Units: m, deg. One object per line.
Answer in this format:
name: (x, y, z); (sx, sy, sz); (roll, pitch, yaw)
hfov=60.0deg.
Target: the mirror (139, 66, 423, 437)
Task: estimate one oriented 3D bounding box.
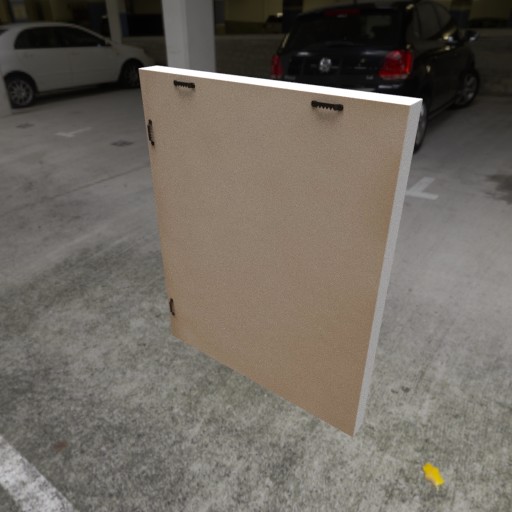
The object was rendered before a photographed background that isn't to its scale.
mirror: (0.000, 0.000, 0.684); (0.405, 0.508, 0.041); (21, 37, 31)
